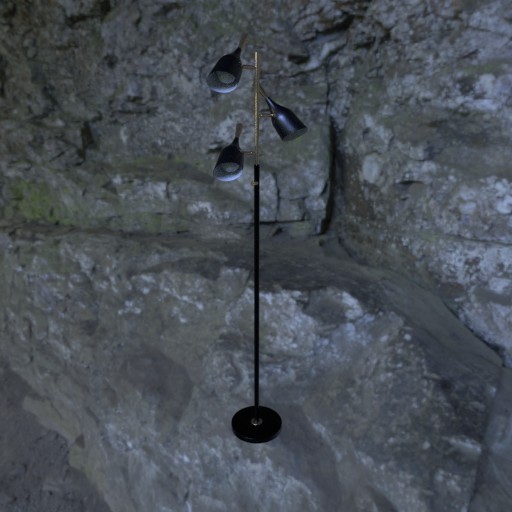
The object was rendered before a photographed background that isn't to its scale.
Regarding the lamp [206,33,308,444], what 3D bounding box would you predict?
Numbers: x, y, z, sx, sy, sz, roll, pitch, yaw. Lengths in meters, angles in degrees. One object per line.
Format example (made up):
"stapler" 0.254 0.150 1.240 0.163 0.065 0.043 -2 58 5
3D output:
"lamp" 0.000 0.000 1.935 0.434 1.778 0.253 -9 20 -26
